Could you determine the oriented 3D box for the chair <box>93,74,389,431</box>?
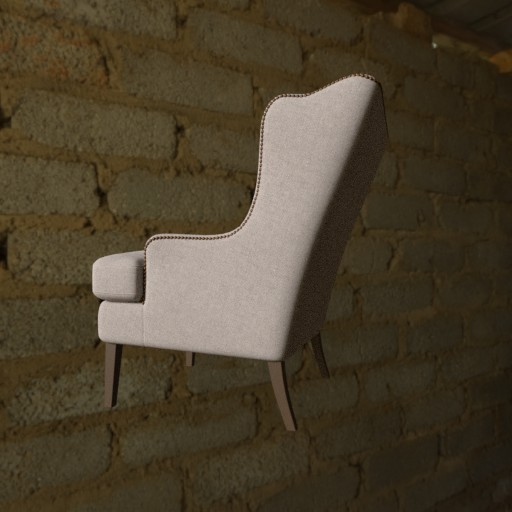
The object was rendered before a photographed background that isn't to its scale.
[{"bbox_3d":[0.000,0.000,1.664,0.940,1.029,0.737,0,0,19],"label":"chair"}]
